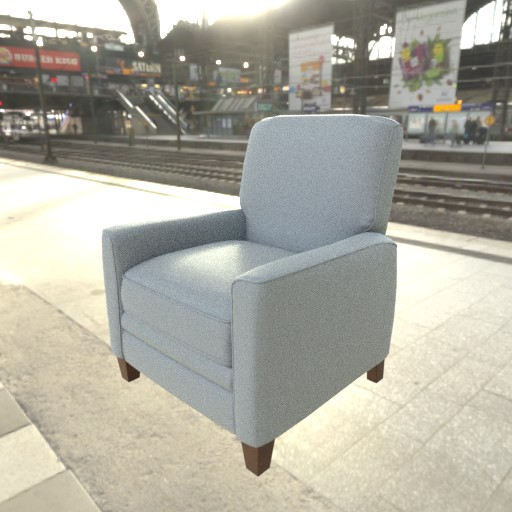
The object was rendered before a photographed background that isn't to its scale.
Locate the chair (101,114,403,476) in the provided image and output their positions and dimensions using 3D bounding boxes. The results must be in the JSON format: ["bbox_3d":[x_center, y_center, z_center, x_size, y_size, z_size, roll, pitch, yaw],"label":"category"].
[{"bbox_3d":[0.000,0.000,1.641,0.853,1.007,0.846,15,22,42],"label":"chair"}]
